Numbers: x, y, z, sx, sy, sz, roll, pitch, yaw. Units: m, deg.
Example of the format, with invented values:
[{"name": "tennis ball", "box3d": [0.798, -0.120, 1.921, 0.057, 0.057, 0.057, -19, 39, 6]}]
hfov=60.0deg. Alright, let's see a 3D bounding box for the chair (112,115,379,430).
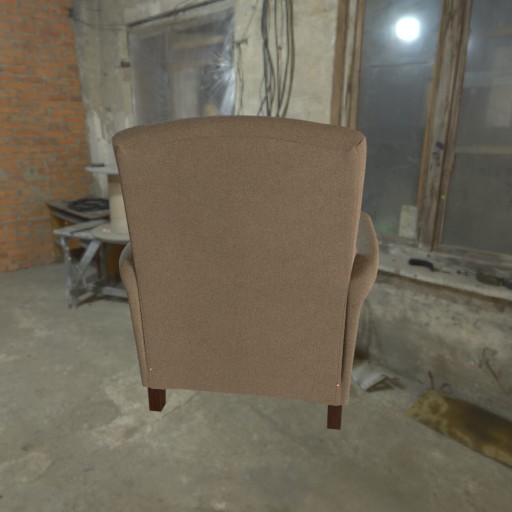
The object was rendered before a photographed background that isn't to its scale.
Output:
[{"name": "chair", "box3d": [0.000, 0.000, 1.790, 0.978, 1.061, 0.905, 3, 16, 9]}]
